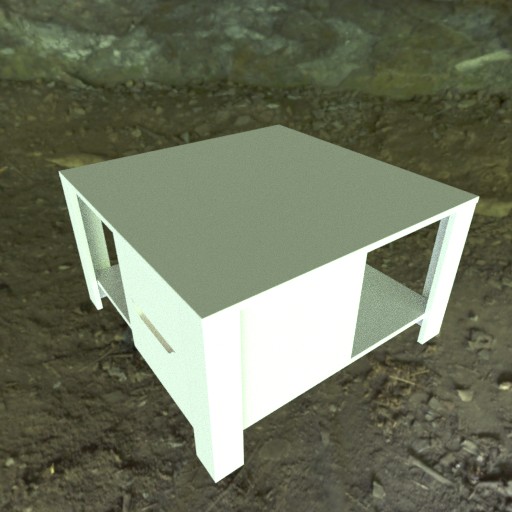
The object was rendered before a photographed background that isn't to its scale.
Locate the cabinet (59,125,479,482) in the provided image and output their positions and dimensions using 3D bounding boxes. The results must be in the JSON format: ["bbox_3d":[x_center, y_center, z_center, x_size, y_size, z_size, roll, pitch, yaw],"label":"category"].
[{"bbox_3d":[0.000,0.000,1.303,0.800,0.460,0.800,-21,38,-30],"label":"cabinet"}]
